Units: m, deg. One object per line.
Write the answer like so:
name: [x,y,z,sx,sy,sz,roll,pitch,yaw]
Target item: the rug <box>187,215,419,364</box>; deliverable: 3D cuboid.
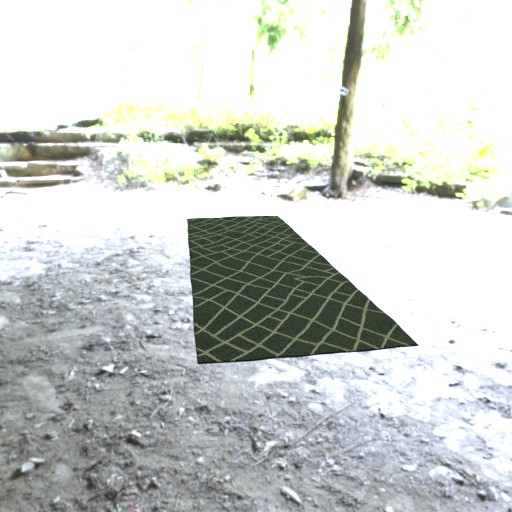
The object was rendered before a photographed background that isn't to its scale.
rug: [0.000,0.000,2.695,0.807,0.010,2.476,-3,17,-9]
